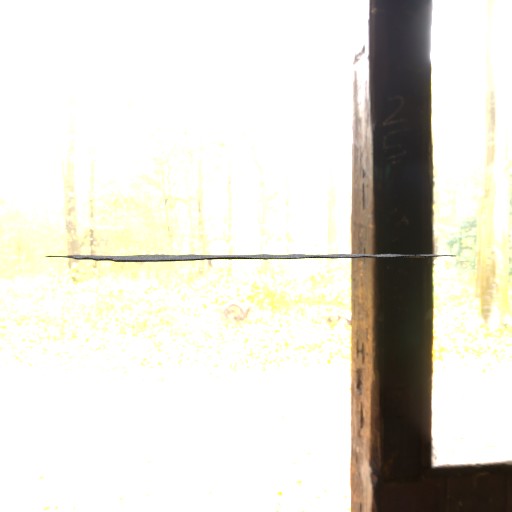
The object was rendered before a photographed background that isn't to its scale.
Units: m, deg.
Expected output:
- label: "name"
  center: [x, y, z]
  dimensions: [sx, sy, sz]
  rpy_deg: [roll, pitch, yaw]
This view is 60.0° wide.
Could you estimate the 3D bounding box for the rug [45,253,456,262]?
- label: "rug"
  center: [0.000, 0.000, 3.094]
  dimensions: [2.448, 0.017, 1.529]
  rpy_deg: [-1, 1, -35]
